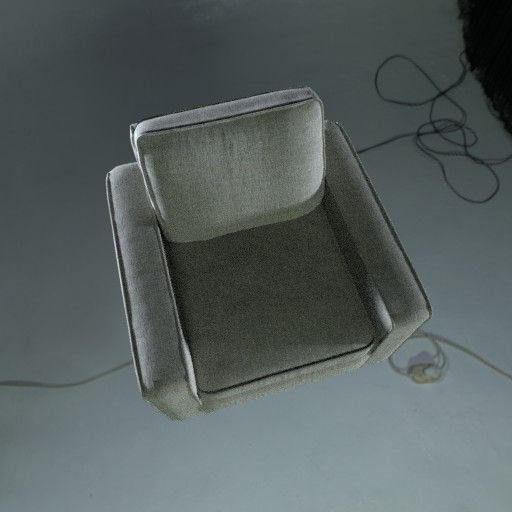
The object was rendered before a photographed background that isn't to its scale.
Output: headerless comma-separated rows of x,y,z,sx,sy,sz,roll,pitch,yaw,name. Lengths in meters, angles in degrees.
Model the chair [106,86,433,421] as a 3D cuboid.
0.000,0.000,1.740,1.016,0.914,0.940,-14,63,-7,chair
